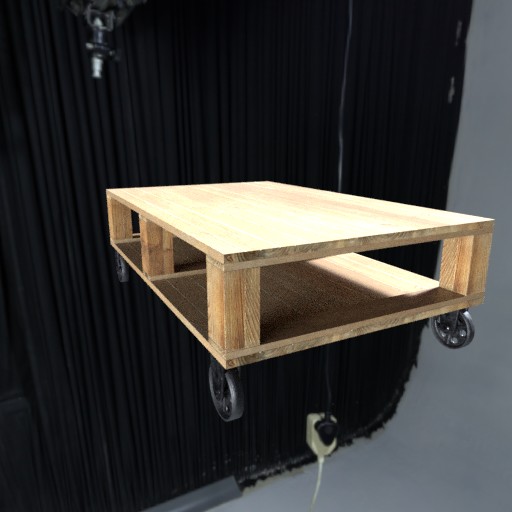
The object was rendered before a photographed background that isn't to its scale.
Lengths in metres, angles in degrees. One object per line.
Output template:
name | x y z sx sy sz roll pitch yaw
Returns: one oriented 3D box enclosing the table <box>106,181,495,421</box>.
table | 0.000 0.000 1.661 0.827 0.413 1.299 -8 17 -27
